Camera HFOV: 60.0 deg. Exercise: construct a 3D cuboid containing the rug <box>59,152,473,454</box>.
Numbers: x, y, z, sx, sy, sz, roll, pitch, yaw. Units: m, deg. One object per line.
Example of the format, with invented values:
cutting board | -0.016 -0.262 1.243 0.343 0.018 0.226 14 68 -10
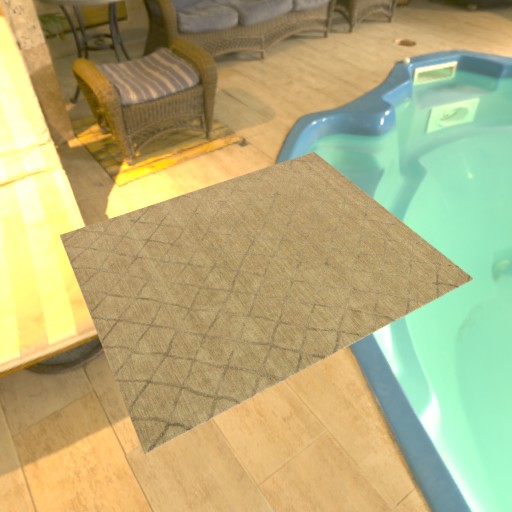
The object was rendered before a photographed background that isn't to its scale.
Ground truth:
rug | 0.000 0.000 4.119 3.038 0.019 2.420 -22 49 -21
